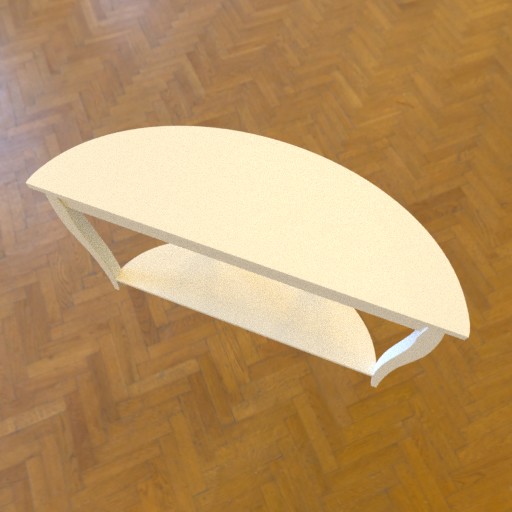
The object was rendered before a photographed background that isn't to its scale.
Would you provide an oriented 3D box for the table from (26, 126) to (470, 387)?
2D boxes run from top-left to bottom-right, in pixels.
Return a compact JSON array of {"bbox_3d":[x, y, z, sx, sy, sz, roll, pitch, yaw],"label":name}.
[{"bbox_3d":[0.000,0.000,1.565,1.219,0.780,0.394,19,65,9],"label":"table"}]
